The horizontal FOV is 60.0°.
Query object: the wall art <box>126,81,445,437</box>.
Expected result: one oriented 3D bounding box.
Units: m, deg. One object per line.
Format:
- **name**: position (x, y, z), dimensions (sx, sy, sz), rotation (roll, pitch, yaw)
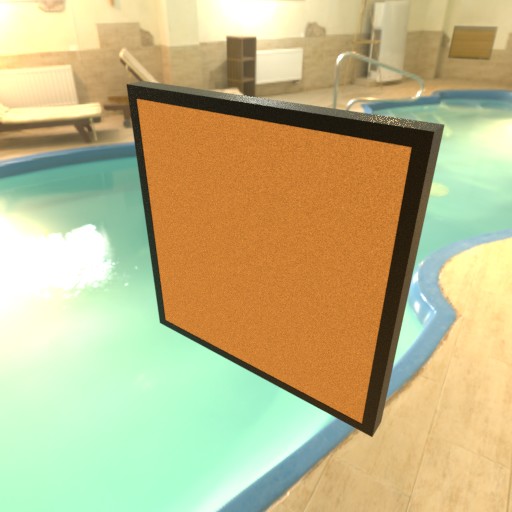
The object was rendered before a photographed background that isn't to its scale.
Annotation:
- **wall art**: position (0.000, 0.000, 0.750), dimensions (0.506, 0.506, 0.038), rotation (20, 36, 31)
